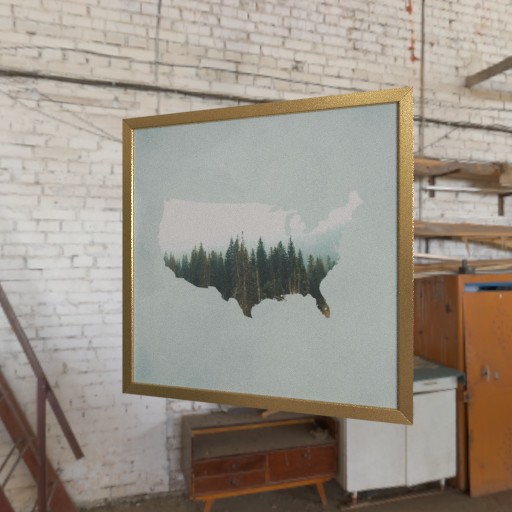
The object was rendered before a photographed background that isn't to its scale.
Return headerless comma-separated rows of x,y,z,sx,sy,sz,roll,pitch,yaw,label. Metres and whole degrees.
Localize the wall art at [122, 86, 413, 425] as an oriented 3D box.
0.000,0.000,0.763,0.509,0.509,0.040,0,0,18,wall art
